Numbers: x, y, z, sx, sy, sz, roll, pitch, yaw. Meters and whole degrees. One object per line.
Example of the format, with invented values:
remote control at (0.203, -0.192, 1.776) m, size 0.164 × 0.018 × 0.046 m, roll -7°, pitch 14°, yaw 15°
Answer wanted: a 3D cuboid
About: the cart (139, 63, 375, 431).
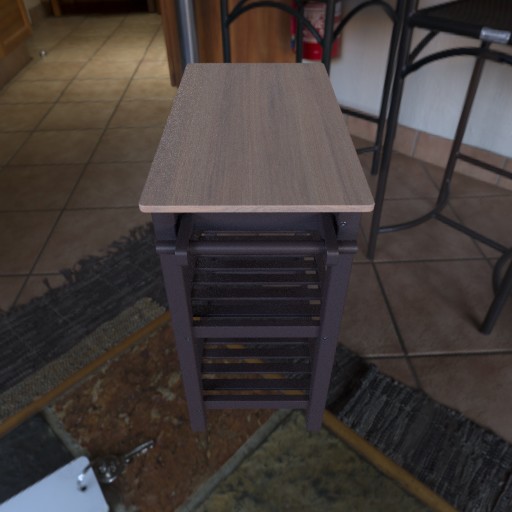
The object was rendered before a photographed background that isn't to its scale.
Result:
cart at (0.000, 0.000, 1.444) m, size 0.457 × 0.927 × 0.899 m, roll 0°, pitch 41°, yaw 0°
